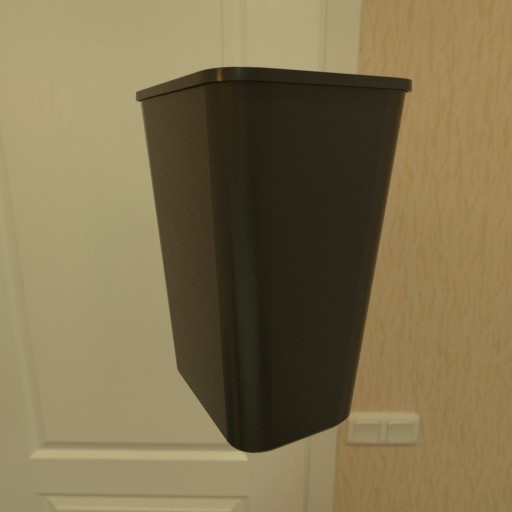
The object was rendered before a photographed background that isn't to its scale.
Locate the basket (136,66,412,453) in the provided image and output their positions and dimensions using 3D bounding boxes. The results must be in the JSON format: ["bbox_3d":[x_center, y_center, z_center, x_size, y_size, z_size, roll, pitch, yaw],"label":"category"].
[{"bbox_3d":[0.000,0.000,0.731,0.287,0.521,0.394,-8,18,-27],"label":"basket"}]
